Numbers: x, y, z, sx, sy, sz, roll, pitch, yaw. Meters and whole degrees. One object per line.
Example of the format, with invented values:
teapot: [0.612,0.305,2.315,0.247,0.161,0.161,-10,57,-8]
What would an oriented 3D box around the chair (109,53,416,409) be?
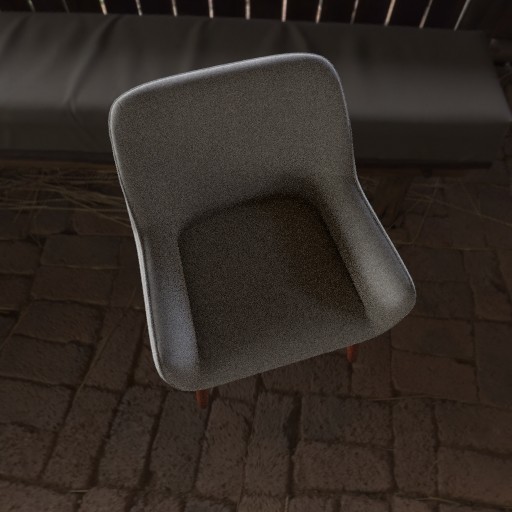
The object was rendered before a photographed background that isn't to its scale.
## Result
chair: [0.000,0.000,1.240,0.610,0.813,0.610,-15,64,-7]
